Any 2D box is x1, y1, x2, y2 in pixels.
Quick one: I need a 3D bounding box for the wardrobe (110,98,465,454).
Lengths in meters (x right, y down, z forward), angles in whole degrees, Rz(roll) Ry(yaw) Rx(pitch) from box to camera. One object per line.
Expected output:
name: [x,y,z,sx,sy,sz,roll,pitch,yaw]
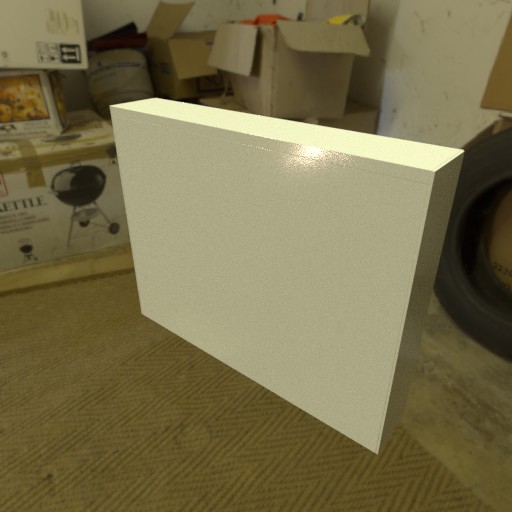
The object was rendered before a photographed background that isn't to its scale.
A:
wardrobe: [0.000,0.000,4.019,3.000,2.360,0.580,22,36,33]
